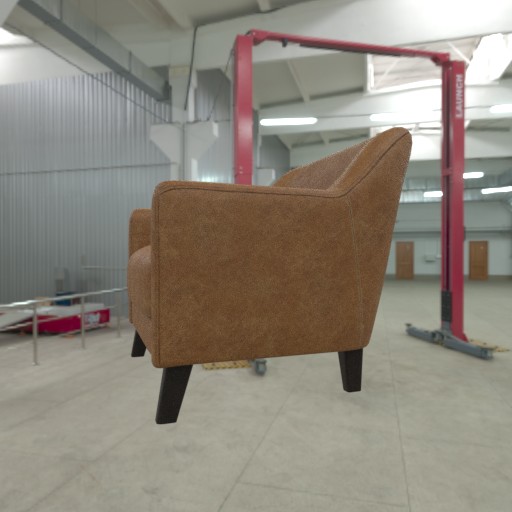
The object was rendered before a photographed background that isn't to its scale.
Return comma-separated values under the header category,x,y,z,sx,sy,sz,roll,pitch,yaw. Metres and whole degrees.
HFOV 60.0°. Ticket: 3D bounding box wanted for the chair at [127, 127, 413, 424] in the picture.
category,x,y,z,sx,sy,sz,roll,pitch,yaw
chair,0.000,0.000,1.891,1.034,0.980,1.037,0,0,-20
